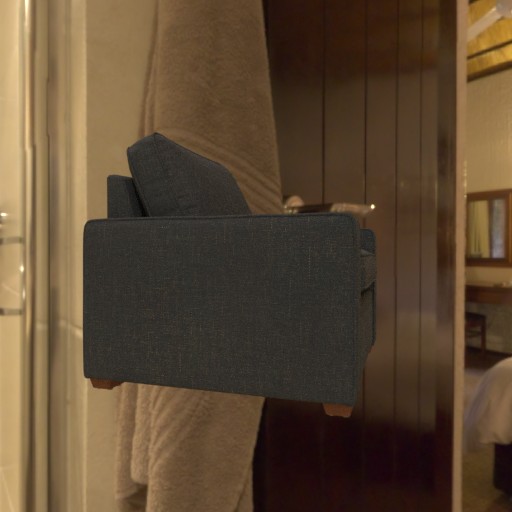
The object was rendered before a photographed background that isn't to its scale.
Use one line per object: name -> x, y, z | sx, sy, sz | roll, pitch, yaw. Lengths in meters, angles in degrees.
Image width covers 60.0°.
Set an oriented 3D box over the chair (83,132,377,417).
chair -> 0.000, 0.000, 1.837 | 0.940, 0.919, 1.017 | 0, 0, 18
